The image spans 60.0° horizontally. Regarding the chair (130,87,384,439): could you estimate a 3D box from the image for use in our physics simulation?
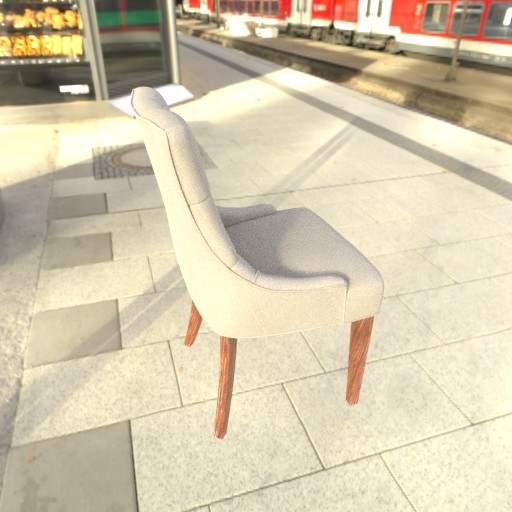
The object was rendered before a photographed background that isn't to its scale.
[{"bbox_3d":[0.000,0.000,1.244,0.565,0.874,0.509,-10,32,-17],"label":"chair"}]
